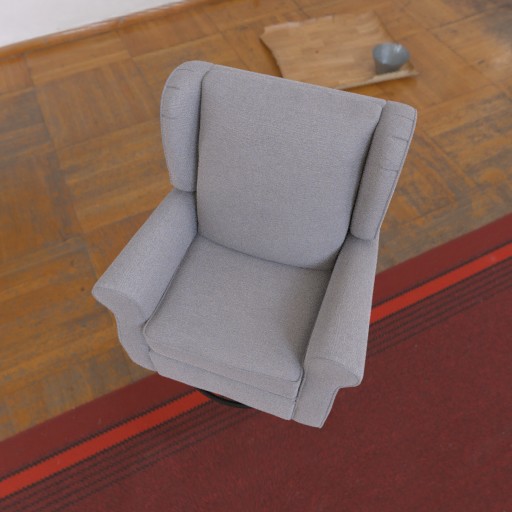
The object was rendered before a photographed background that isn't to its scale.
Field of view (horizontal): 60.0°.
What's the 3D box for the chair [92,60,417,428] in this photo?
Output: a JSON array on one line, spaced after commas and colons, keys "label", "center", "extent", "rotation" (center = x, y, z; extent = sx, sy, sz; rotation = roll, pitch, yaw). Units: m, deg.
[{"label": "chair", "center": [0.000, 0.000, 1.618], "extent": [0.906, 0.966, 0.854], "rotation": [16, 58, 10]}]
